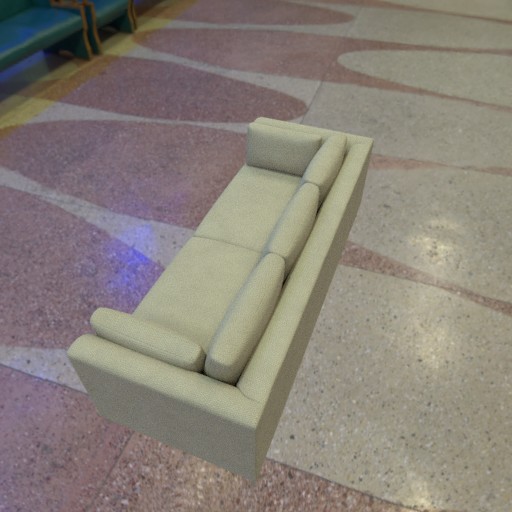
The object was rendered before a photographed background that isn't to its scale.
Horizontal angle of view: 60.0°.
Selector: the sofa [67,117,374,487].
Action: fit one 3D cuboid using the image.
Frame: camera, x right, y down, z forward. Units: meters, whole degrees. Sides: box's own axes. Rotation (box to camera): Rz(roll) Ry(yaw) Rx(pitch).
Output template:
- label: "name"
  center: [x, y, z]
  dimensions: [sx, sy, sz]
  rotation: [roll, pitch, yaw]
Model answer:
- label: "sofa"
  center: [0.000, 0.000, 2.921]
  dimensions: [0.969, 0.867, 2.415]
  rotation: [16, 47, 15]
